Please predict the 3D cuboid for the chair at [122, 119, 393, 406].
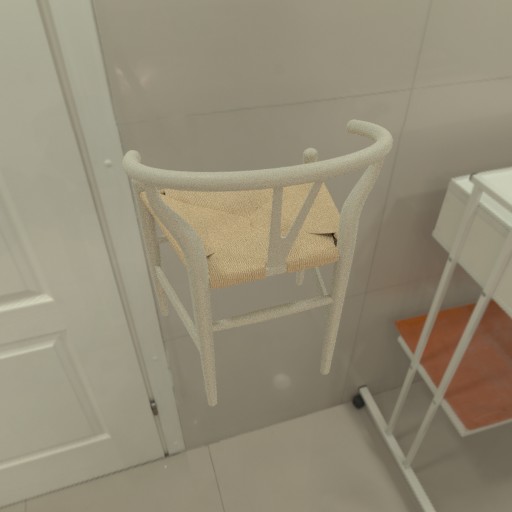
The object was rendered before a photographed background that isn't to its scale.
[{"bbox_3d":[0.000,0.000,1.090,0.533,0.736,0.500,-12,41,-14],"label":"chair"}]
